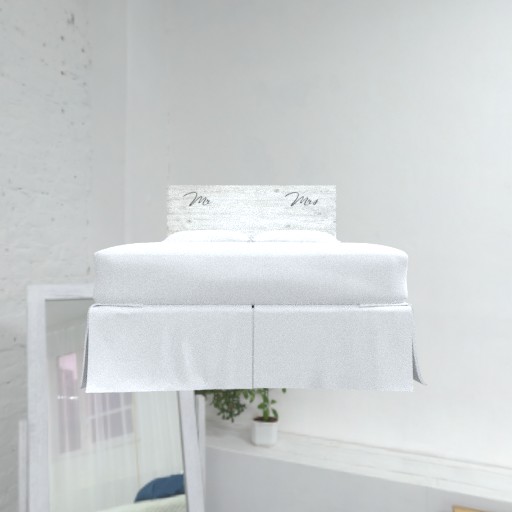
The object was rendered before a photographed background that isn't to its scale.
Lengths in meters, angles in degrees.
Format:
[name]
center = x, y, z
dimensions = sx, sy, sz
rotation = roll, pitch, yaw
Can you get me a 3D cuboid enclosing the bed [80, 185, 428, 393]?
[bed]
center = 0.000, 0.000, 3.169
dimensions = 1.745, 1.335, 2.094
rotation = 0, 0, 0
